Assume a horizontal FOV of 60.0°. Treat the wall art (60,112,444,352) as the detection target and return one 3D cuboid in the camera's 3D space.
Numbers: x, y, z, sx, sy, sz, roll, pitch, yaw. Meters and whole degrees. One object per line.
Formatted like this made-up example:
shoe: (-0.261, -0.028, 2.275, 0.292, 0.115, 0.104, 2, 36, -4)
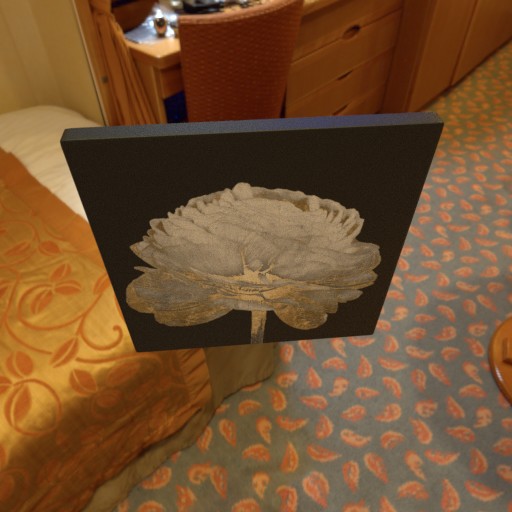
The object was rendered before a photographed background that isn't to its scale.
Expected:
wall art: (0.000, 0.000, 0.931, 0.610, 0.611, 0.043, -4, 46, -3)
